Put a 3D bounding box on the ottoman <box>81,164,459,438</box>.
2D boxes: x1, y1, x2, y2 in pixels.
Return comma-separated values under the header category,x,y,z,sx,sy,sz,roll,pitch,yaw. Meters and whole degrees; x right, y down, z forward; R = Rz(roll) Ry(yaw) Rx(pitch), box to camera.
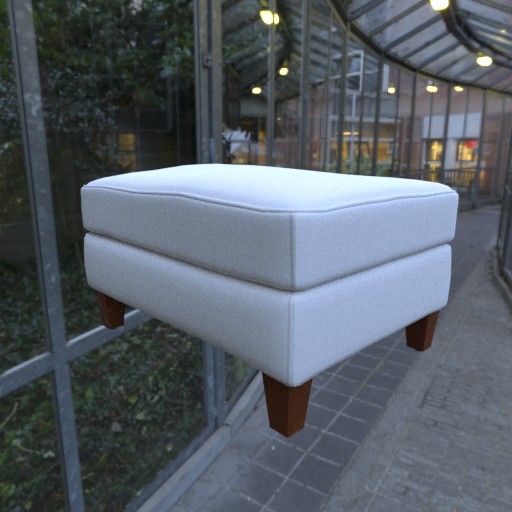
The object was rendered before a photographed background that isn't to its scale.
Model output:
category,x,y,z,sx,sy,sz,roll,pitch,yaw
ottoman,0.000,0.000,1.192,0.634,0.479,0.818,-12,18,-42
